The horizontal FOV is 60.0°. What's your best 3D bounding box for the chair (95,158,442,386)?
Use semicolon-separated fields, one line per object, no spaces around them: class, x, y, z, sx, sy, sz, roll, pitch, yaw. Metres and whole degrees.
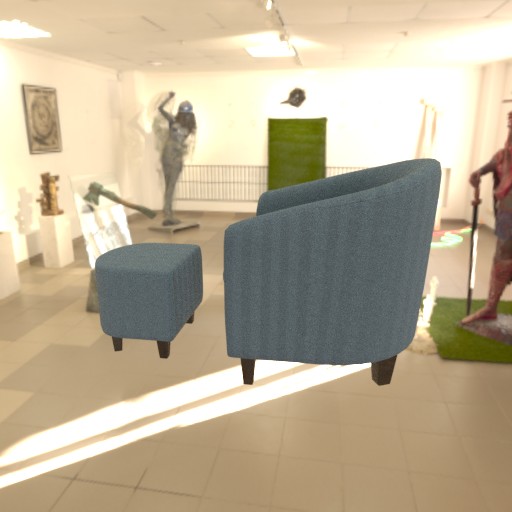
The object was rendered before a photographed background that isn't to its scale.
chair;0.000;0.000;1.732;1.288;0.757;0.756;2;16;9
